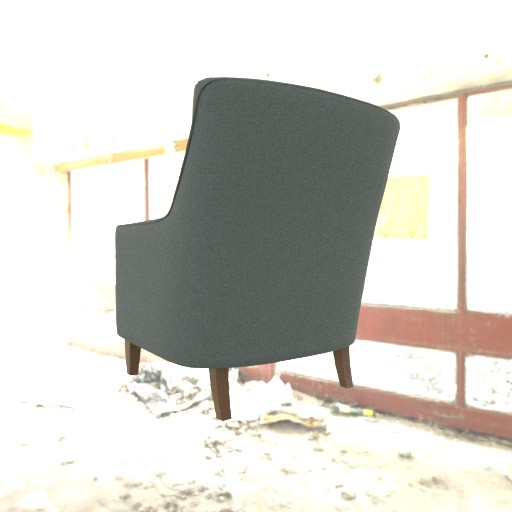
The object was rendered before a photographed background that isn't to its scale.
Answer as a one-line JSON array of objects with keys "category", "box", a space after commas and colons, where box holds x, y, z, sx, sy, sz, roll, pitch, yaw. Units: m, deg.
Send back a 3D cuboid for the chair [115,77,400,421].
[{"category": "chair", "box": [0.000, 0.000, 1.560, 0.756, 0.916, 0.879, -1, 1, -35]}]
